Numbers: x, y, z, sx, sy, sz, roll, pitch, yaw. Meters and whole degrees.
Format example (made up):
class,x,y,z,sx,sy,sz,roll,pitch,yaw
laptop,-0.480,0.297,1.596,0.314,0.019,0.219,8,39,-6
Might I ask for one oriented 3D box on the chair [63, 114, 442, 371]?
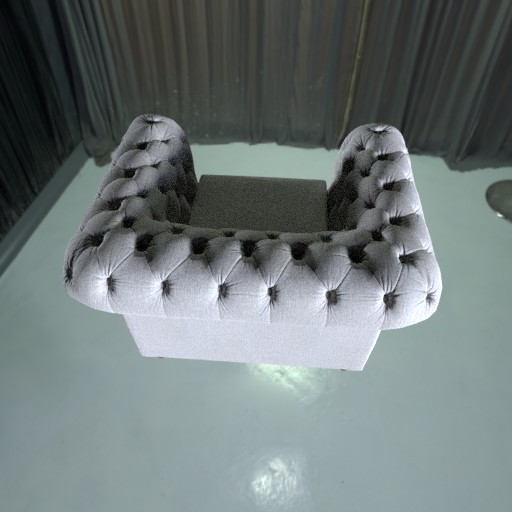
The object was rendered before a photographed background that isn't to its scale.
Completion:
class,x,y,z,sx,sy,sz,roll,pitch,yaw
chair,0.000,0.000,1.882,1.270,0.770,0.976,3,46,3
